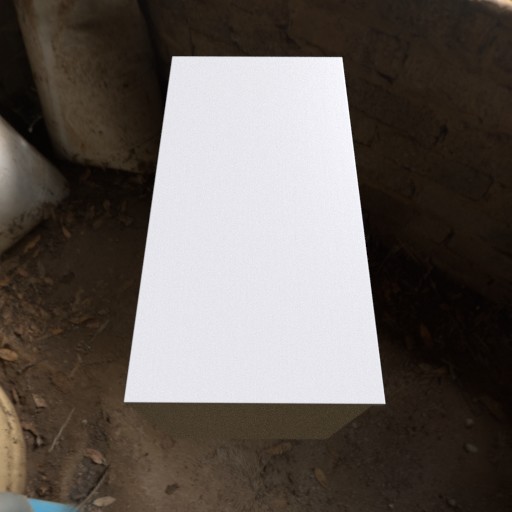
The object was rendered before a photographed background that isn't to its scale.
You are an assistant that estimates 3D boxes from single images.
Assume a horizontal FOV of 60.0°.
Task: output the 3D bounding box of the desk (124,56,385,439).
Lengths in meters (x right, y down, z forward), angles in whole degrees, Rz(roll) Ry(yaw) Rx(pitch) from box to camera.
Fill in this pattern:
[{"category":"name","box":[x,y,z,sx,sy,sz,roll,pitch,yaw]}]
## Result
[{"category":"desk","box":[0.000,0.000,1.527,0.560,0.730,1.100,0,62,0]}]
